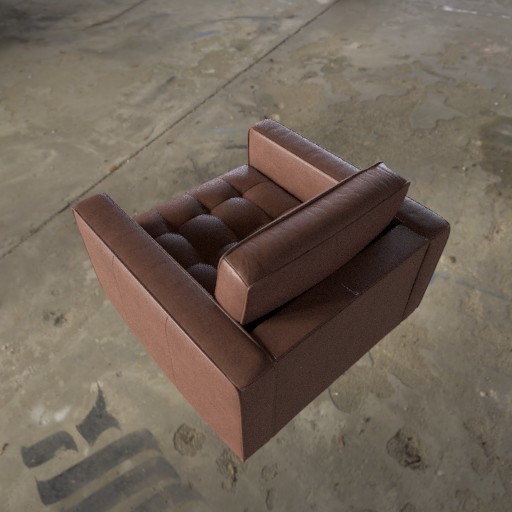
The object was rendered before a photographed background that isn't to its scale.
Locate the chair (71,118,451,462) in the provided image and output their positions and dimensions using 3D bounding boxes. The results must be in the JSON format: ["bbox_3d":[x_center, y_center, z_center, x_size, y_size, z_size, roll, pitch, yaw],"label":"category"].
[{"bbox_3d":[0.000,0.000,1.554,0.920,0.770,0.900,-32,54,-27],"label":"chair"}]
